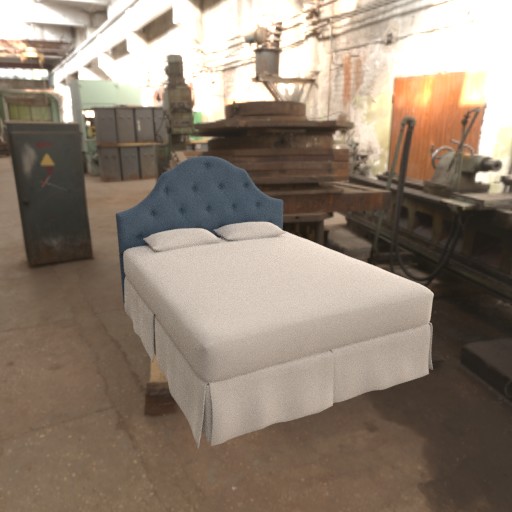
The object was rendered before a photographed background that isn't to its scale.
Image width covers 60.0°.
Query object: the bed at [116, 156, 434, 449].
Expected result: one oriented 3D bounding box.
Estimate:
[{"bbox_3d":[0.000,0.000,3.973,2.039,1.617,2.477,-8,18,-26],"label":"bed"}]
